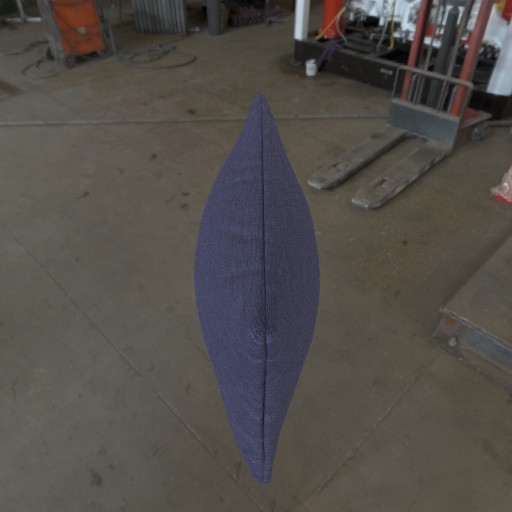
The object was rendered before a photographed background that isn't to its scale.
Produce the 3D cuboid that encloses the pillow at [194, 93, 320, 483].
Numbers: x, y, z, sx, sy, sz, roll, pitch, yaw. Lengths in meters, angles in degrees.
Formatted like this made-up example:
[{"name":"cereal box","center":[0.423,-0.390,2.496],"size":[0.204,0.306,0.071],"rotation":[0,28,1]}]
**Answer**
[{"name":"pillow","center":[0.000,0.000,0.774],"size":[0.210,0.338,0.633],"rotation":[0,41,0]}]
